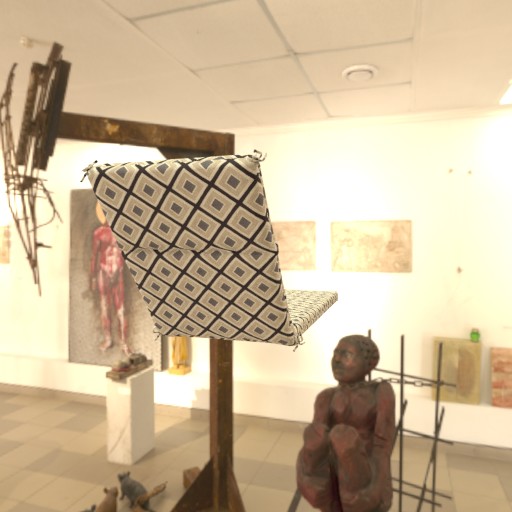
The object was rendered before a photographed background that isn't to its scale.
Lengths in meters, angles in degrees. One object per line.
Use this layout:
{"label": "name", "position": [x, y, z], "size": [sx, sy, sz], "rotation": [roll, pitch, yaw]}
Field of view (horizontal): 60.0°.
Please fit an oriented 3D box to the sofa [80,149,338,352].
{"label": "sofa", "position": [0.000, 0.000, 1.978], "size": [0.582, 0.622, 1.663], "rotation": [1, 2, 18]}
